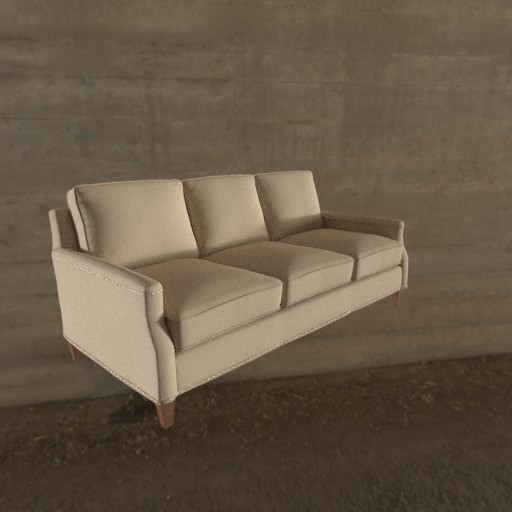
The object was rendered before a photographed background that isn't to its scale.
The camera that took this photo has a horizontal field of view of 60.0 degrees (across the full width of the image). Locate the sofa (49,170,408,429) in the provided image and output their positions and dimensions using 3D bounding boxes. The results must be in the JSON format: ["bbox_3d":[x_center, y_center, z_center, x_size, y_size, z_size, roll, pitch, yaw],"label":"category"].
[{"bbox_3d":[0.000,0.000,2.882,1.084,1.003,2.246,13,19,43],"label":"sofa"}]
